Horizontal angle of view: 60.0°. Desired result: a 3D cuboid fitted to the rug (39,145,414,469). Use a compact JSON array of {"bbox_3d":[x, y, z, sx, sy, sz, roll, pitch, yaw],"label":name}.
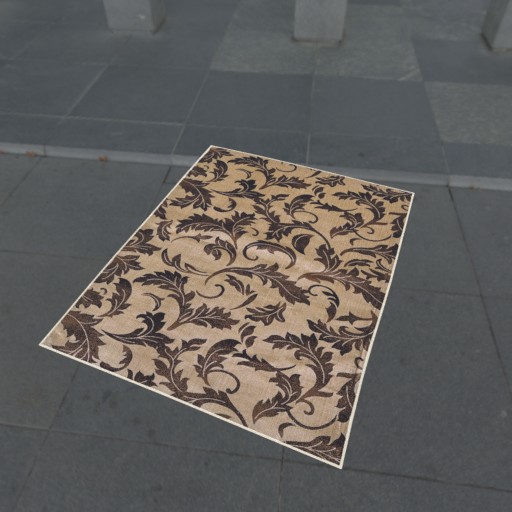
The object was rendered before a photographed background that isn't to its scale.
[{"bbox_3d":[0.000,0.000,4.009,2.380,0.008,2.977,16,49,15],"label":"rug"}]
